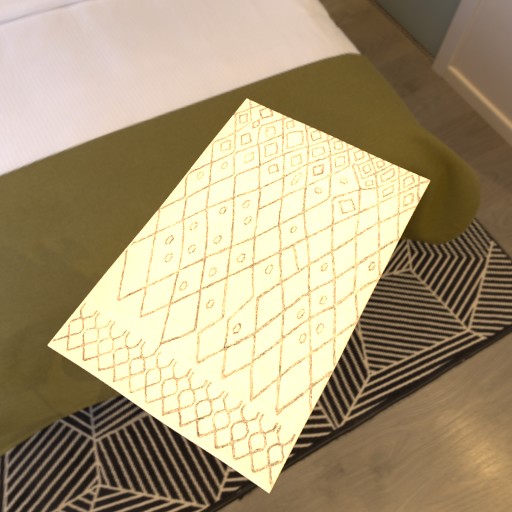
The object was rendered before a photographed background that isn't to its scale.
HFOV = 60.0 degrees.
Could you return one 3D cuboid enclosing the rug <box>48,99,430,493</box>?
[{"bbox_3d":[0.000,0.000,2.315,1.222,0.015,1.828,28,68,13],"label":"rug"}]
